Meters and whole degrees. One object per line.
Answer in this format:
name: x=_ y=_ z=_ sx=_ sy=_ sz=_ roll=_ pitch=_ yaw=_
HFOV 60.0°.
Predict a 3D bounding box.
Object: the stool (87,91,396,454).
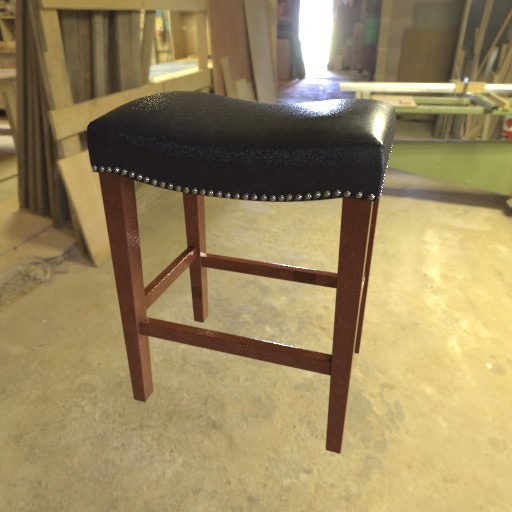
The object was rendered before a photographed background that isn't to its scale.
stool: x=0.000 y=0.000 z=0.969 sx=0.504 sy=0.654 sz=0.372 roll=8 pitch=28 yaw=16
